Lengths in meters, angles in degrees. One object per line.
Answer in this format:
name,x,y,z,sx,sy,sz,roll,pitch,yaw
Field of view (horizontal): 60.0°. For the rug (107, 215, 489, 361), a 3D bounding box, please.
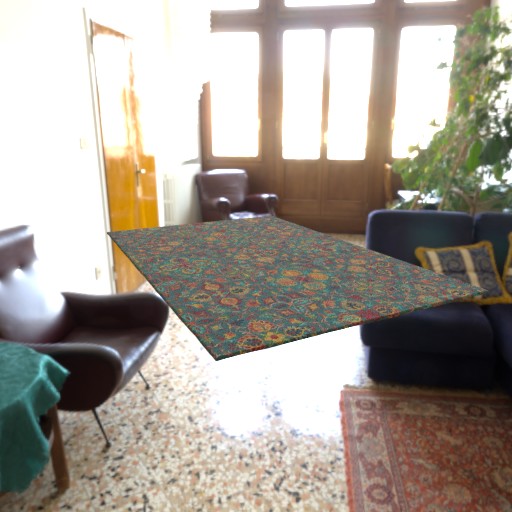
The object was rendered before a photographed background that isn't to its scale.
rug,0.000,0.000,2.338,1.216,0.014,1.836,-8,18,-26
